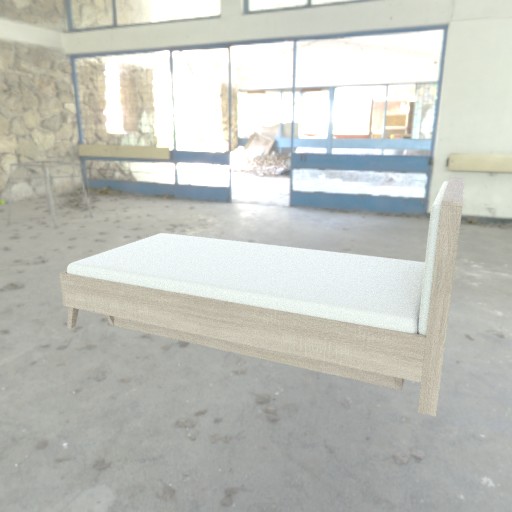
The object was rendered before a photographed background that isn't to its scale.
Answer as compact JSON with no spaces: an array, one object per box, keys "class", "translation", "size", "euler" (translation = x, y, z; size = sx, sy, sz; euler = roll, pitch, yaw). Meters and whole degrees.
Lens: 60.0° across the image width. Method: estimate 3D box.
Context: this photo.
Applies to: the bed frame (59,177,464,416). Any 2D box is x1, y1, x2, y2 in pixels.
[{"class":"bed frame","translation":[0.000,0.000,2.628],"size":[2.140,0.920,0.990],"euler":[7,17,24]}]
